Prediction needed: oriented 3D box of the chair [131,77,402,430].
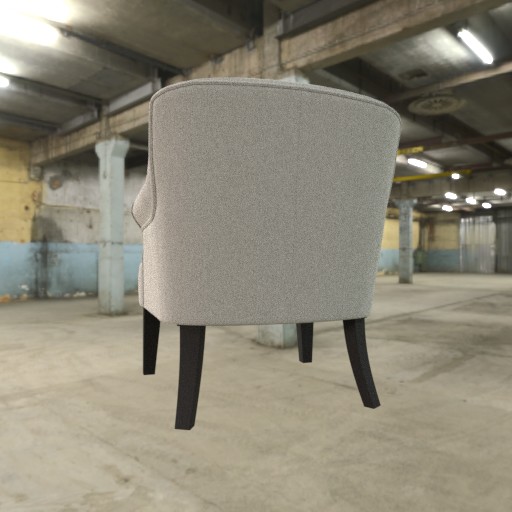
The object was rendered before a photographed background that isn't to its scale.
[{"bbox_3d":[0.000,0.000,1.455,0.781,0.875,0.750,0,-1,-18],"label":"chair"}]
